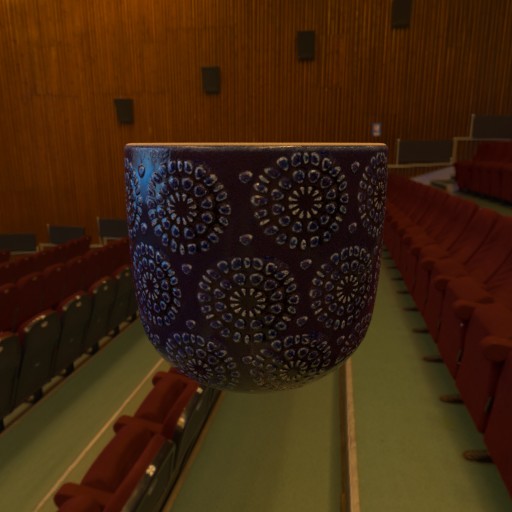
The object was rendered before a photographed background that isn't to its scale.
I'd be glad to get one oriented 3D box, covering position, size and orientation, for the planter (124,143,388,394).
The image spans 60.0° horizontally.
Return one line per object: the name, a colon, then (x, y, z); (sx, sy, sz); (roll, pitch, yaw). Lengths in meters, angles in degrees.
planter: (0.000, 0.000, 0.303); (0.165, 0.149, 0.165); (0, 14, 0)
